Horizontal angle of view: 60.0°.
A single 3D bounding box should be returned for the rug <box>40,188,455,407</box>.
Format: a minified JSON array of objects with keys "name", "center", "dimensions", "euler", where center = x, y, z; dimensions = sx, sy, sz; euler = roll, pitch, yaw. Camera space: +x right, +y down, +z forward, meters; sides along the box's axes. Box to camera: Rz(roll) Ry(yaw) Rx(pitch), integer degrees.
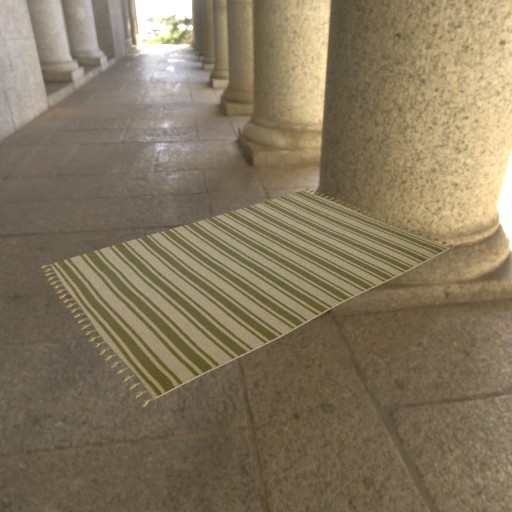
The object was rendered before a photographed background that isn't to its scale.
[{"name":"rug","center":[0.000,0.000,2.325],"dimensions":[1.875,0.013,1.162],"euler":[-20,35,-33]}]
